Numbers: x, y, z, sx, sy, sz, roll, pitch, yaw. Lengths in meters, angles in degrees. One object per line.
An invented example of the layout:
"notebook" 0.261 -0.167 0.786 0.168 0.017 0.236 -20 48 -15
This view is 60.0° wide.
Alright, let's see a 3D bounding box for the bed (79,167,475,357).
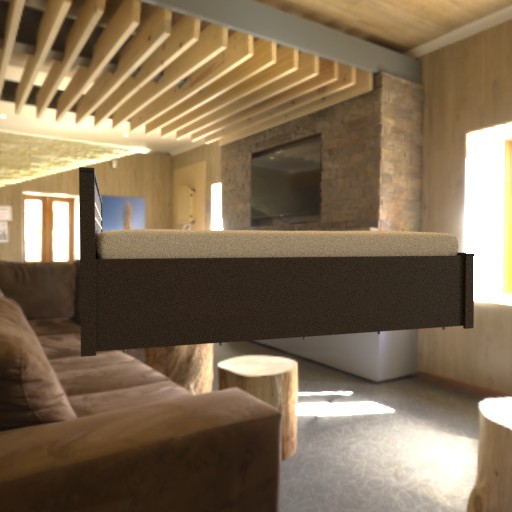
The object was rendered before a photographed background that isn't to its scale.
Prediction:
"bed" 0.000 0.000 2.983 2.103 0.808 1.634 0 2 -18
